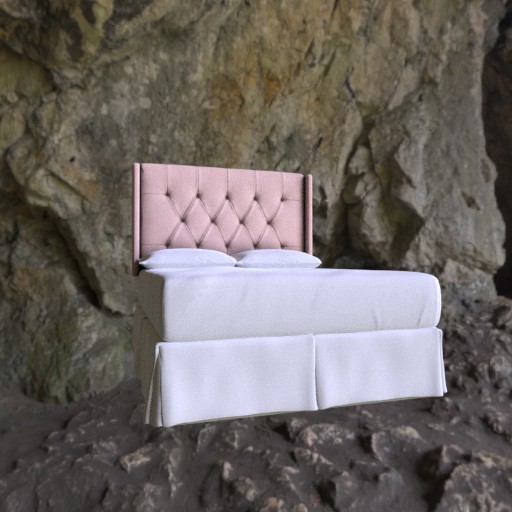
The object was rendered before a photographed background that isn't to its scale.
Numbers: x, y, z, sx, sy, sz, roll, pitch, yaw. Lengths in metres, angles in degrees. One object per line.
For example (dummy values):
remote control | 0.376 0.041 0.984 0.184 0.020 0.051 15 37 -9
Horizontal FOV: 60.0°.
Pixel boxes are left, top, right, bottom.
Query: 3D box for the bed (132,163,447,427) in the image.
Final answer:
bed | 0.000 0.000 3.241 1.719 1.665 2.066 0 -1 -18
